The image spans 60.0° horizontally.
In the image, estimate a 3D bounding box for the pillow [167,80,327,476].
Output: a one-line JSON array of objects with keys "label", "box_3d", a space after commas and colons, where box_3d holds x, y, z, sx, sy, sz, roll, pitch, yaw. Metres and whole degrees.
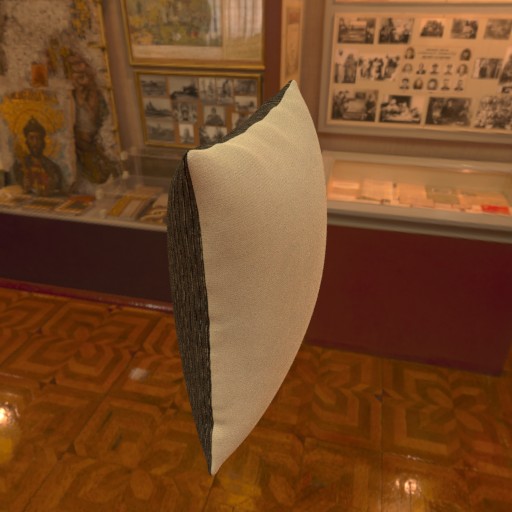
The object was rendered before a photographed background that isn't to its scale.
[{"label": "pillow", "box_3d": [0.000, 0.000, 0.655, 0.196, 0.434, 0.433, 8, 30, 14]}]
